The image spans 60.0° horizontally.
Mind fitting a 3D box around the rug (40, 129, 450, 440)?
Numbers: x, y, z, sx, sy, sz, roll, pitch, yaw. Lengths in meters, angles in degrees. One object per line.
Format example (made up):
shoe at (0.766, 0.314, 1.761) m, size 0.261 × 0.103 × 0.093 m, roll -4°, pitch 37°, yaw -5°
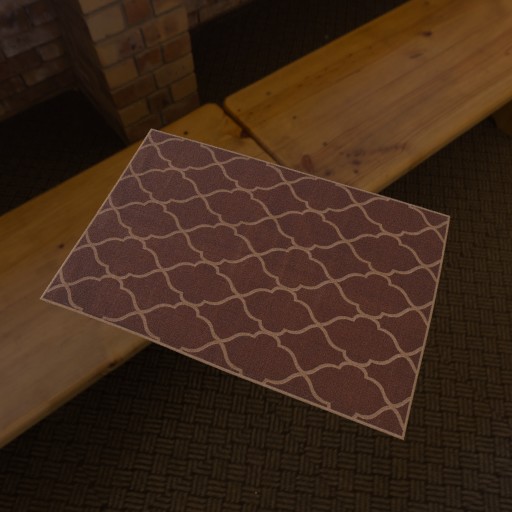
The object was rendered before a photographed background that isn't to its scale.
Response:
rug at (0.000, 0.000, 2.888) m, size 2.290 × 0.014 × 1.526 m, roll 18°, pitch 63°, yaw 10°
